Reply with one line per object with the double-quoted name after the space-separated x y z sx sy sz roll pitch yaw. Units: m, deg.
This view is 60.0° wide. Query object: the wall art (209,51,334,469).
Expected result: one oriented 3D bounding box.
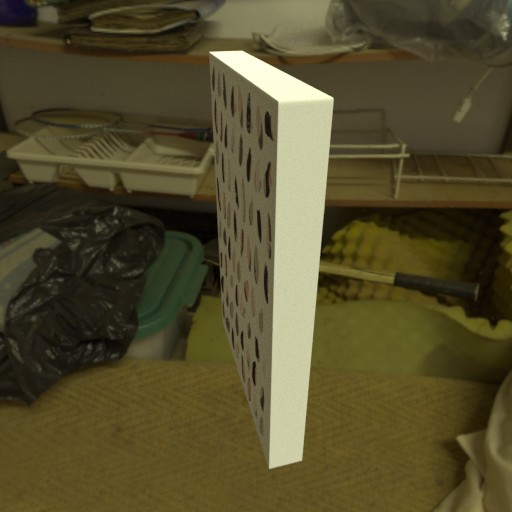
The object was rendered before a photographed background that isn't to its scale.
0.000 0.000 0.485 0.039 0.381 0.252 -8 32 -13 "wall art"
